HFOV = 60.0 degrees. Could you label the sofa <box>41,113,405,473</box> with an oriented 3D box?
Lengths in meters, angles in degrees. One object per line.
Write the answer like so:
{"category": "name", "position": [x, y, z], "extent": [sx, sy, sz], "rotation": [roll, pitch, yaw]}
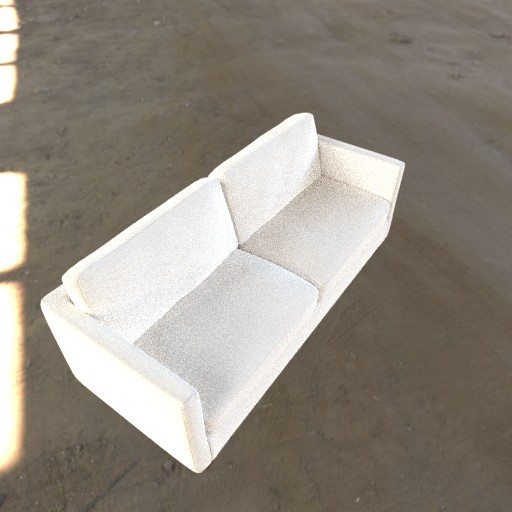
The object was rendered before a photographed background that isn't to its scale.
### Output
{"category": "sofa", "position": [0.000, 0.000, 2.602], "extent": [0.924, 0.933, 2.139], "rotation": [26, 49, 26]}
